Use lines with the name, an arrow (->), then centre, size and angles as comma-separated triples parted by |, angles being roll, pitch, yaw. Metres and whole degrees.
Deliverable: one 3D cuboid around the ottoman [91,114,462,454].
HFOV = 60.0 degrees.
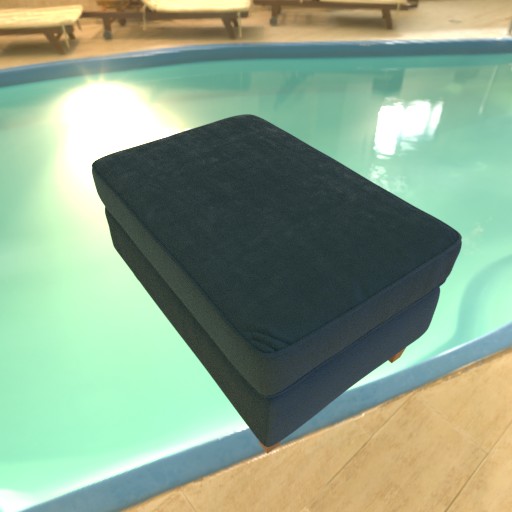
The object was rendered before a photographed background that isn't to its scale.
ottoman -> 0.000, 0.000, 1.250 | 0.583, 0.484, 0.862 | -25, 47, -26
